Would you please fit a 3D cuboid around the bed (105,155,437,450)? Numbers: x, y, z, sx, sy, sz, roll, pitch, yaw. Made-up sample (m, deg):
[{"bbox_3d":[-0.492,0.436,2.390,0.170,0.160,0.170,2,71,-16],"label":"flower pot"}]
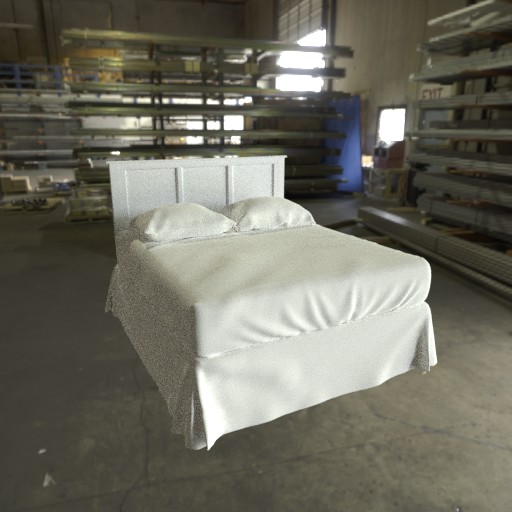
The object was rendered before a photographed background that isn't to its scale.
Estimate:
[{"bbox_3d":[0.000,0.000,3.197,1.876,1.269,2.047,-8,18,-27],"label":"bed"}]
